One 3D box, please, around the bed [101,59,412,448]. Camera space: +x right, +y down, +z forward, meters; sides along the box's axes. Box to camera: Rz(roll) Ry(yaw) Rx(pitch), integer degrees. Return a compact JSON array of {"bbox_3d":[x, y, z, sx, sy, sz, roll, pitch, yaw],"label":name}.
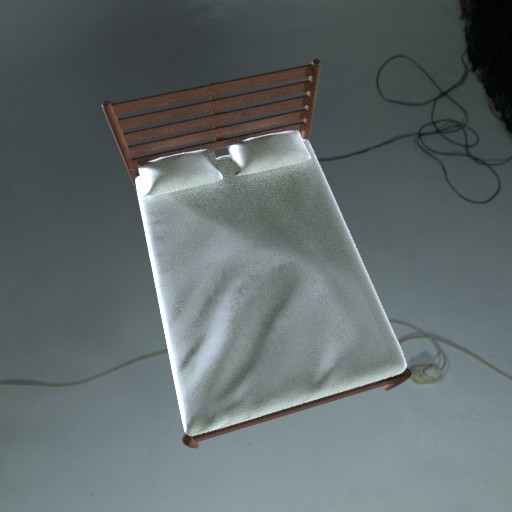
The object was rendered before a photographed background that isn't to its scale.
[{"bbox_3d":[0.000,0.000,3.088,1.509,1.304,2.093,-14,63,-7],"label":"bed"}]
